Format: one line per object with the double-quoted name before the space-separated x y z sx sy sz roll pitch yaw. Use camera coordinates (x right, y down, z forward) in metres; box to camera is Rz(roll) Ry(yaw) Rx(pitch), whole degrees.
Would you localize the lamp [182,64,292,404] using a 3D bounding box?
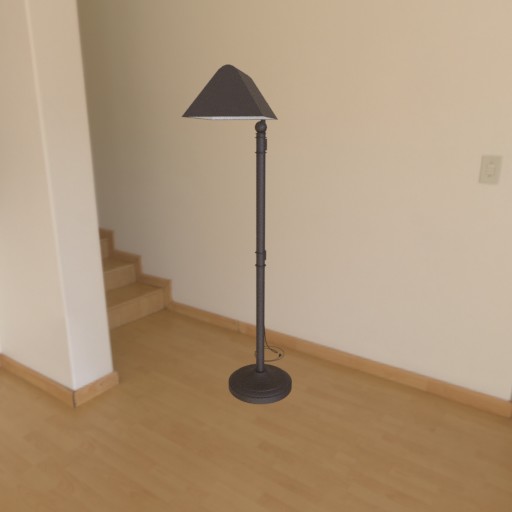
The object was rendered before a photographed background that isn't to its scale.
"lamp" 0.000 0.000 0.962 0.159 0.708 0.545 3 16 10
